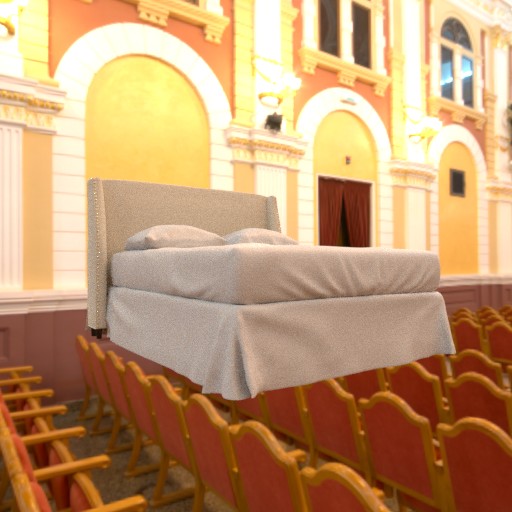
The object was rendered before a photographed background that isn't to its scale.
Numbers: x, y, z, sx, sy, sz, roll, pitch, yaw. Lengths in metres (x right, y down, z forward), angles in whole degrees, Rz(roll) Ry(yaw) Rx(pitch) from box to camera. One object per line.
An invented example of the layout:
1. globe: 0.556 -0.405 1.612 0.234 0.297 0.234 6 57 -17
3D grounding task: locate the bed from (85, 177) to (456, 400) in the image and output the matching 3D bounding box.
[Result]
1. bed: 0.000 0.000 3.333 1.925 1.332 2.276 0 -1 -35
